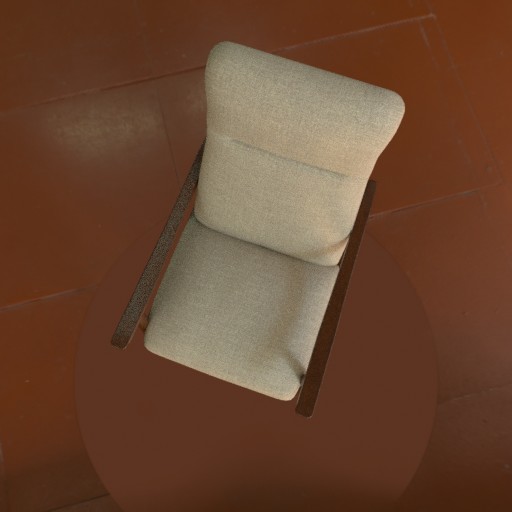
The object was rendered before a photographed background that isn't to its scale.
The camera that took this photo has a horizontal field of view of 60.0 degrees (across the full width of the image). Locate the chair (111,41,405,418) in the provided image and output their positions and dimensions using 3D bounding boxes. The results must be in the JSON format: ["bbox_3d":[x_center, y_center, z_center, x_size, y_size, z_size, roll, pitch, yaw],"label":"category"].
[{"bbox_3d":[0.000,0.000,1.757,0.762,1.082,1.014,19,77,5],"label":"chair"}]
